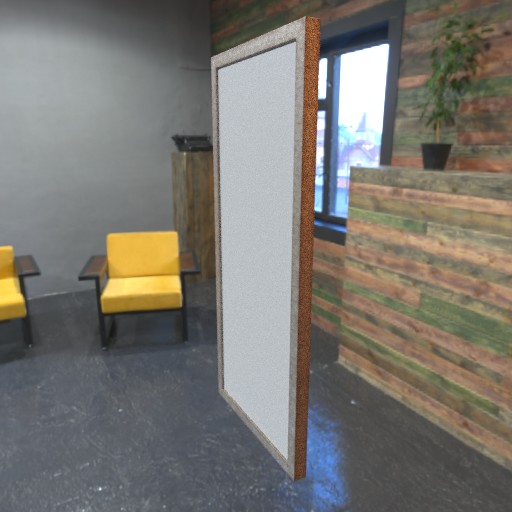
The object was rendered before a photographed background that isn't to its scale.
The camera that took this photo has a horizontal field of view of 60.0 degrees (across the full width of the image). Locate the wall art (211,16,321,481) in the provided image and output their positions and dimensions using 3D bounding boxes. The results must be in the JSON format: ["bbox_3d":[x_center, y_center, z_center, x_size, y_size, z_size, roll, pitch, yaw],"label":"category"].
[{"bbox_3d":[0.000,0.000,1.643,0.051,1.461,0.648,-7,16,-27],"label":"wall art"}]
